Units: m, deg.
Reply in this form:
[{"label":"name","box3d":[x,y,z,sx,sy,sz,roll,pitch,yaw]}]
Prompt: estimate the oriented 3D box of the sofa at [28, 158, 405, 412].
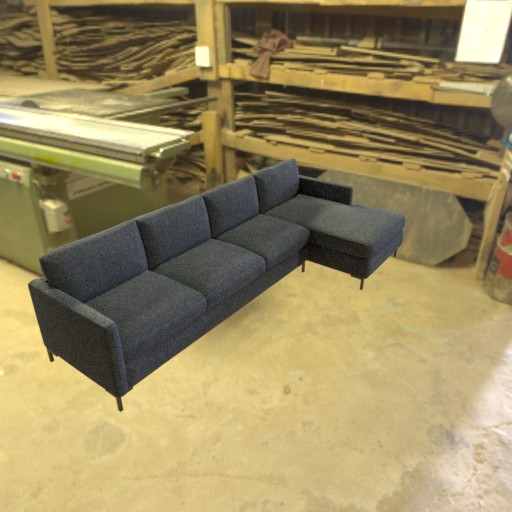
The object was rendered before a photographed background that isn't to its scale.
[{"label":"sofa","box3d":[0.000,0.000,3.450,1.350,0.810,2.932,19,33,32]}]
